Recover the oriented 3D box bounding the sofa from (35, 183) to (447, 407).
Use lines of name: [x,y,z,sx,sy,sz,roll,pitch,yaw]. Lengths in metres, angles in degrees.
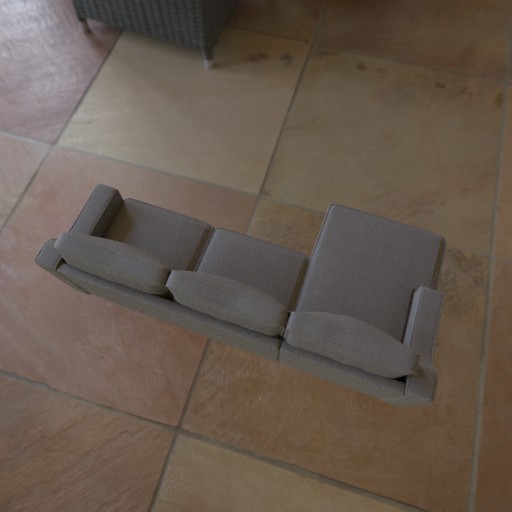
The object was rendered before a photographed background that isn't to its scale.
sofa: [0.000,0.000,3.149,2.561,0.928,1.294,18,66,8]
